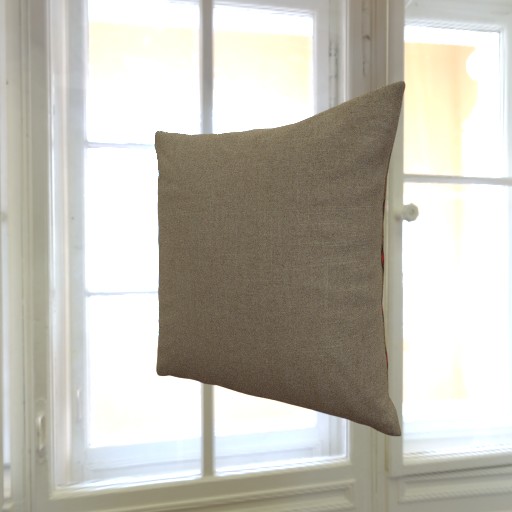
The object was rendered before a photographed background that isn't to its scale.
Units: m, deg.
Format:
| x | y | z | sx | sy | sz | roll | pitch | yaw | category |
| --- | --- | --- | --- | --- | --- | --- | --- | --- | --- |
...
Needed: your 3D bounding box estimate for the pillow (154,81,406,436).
| x | y | z | sx | sy | sz | roll | pitch | yaw | category |
| --- | --- | --- | --- | --- | --- | --- | --- | --- | --- |
| 0.000 | 0.000 | 0.778 | 0.513 | 0.511 | 0.158 | 1 | 2 | 36 | pillow |
